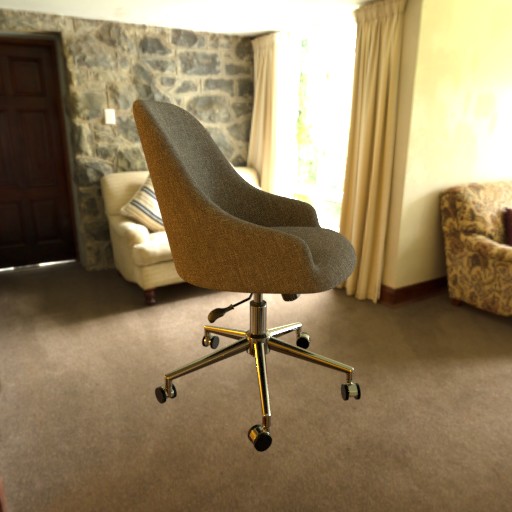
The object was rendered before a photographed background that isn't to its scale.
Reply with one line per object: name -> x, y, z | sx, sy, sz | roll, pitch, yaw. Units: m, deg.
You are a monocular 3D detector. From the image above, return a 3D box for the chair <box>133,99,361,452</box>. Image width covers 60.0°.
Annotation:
chair -> 0.000, 0.000, 1.424 | 0.712, 0.950, 0.671 | 3, 17, 9
